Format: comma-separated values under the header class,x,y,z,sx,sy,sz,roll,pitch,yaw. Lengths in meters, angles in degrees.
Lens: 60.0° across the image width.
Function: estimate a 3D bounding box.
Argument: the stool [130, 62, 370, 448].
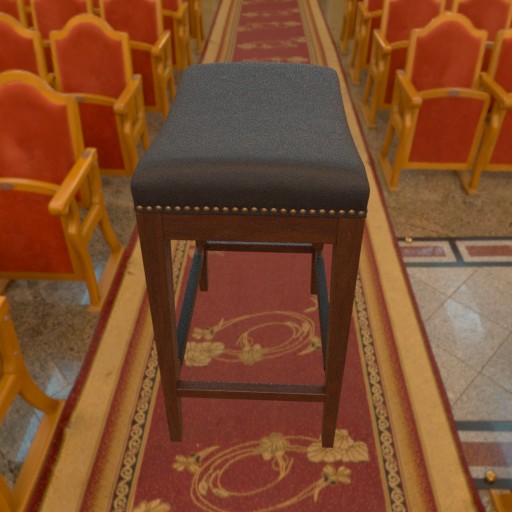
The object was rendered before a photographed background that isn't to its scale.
class,x,y,z,sx,sy,sz,roll,pitch,yaw
stool,0.000,0.000,0.934,0.353,0.664,0.490,2,40,2
